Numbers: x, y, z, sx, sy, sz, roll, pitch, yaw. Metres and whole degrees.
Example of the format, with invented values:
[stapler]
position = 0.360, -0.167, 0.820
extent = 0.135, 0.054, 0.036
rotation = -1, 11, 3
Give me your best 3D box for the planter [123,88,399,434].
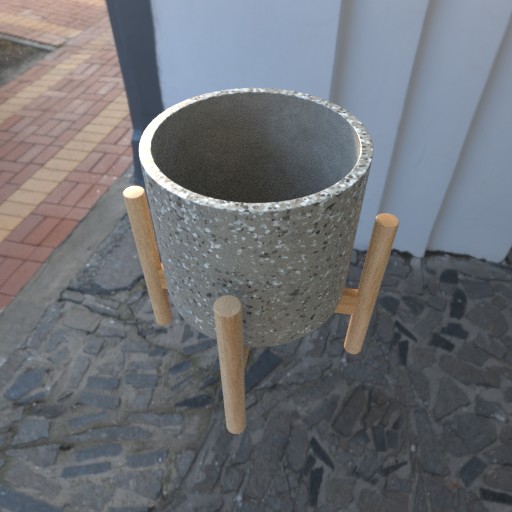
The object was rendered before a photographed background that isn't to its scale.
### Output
[planter]
position = 0.000, 0.000, 0.539
extent = 0.284, 0.320, 0.284
rotation = 24, 50, 22
